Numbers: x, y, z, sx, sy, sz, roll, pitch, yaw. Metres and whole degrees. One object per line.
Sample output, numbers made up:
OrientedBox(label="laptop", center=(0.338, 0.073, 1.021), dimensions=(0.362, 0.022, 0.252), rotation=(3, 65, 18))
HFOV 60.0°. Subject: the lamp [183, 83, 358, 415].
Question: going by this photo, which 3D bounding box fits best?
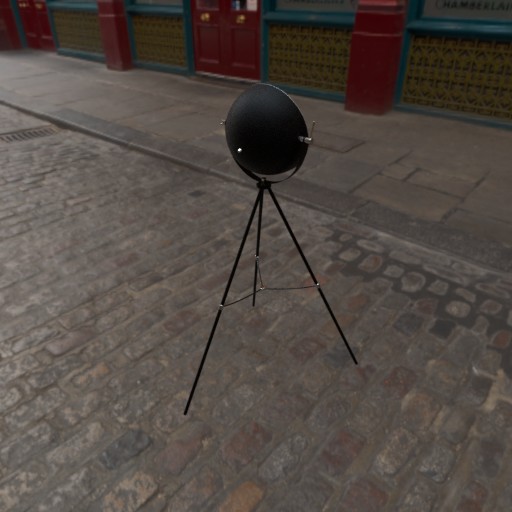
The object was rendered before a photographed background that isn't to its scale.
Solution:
OrientedBox(label="lamp", center=(0.000, 0.000, 2.094), dimensions=(0.817, 1.512, 0.920), rotation=(23, 38, 33))
